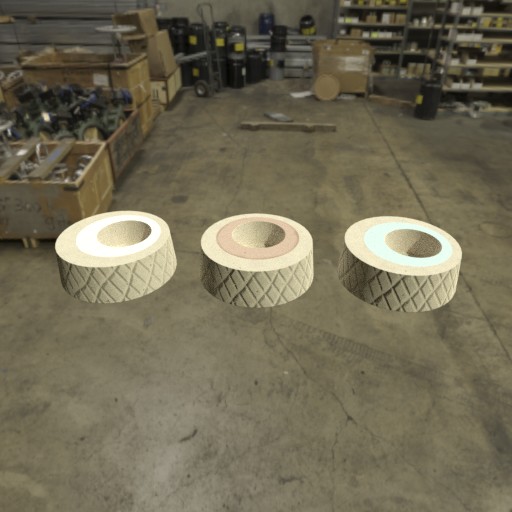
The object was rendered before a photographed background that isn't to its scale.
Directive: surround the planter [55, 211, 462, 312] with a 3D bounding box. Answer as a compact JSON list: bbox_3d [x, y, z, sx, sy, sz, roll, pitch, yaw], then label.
[{"bbox_3d":[0.000,0.000,0.436,0.390,0.038,0.114,1,33,2],"label":"planter"}]
